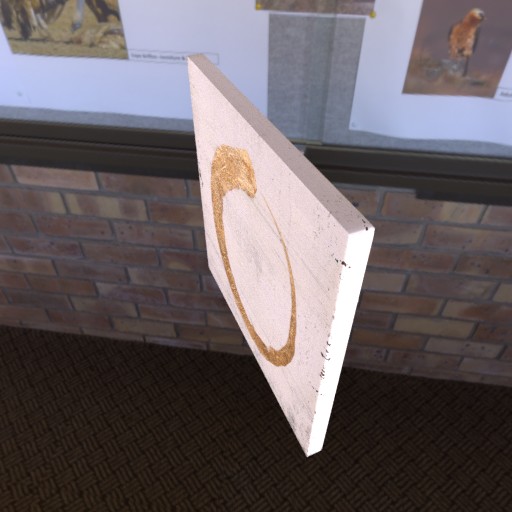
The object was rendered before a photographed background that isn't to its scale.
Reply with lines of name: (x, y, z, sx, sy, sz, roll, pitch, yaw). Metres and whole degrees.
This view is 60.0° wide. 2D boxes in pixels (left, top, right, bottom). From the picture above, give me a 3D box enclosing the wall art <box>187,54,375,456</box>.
wall art: (0.000, 0.000, 0.915, 0.040, 0.611, 0.610, -17, 46, -17)
